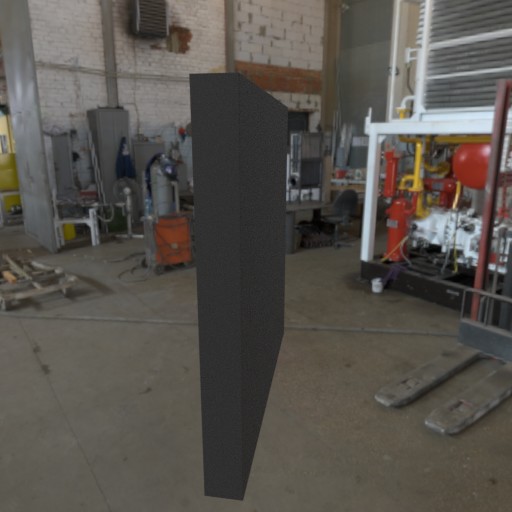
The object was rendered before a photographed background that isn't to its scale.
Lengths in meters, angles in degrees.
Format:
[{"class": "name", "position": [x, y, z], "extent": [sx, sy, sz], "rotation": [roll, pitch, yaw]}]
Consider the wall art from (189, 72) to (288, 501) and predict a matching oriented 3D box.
[{"class": "wall art", "position": [0.000, 0.000, 0.448], "extent": [0.030, 0.305, 0.308], "rotation": [2, 15, 9]}]
